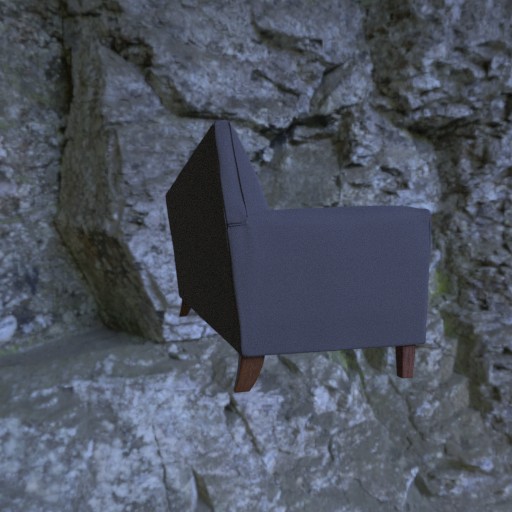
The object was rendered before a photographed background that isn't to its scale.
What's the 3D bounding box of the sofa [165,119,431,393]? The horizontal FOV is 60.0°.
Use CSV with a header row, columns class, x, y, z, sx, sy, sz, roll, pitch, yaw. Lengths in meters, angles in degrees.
class,x,y,z,sx,sy,sz,roll,pitch,yaw
sofa,0.000,0.000,2.453,0.843,0.907,2.002,0,1,-16
